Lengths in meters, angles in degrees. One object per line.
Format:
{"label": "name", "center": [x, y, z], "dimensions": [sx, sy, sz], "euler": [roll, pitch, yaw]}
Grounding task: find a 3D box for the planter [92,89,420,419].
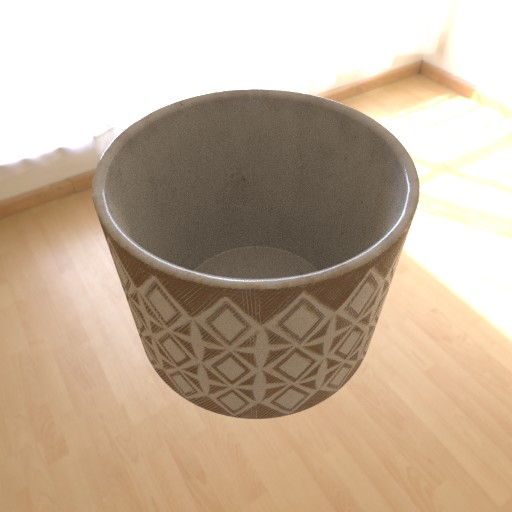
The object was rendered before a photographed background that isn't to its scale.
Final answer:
{"label": "planter", "center": [0.000, 0.000, 0.328], "dimensions": [0.193, 0.165, 0.193], "euler": [0, 47, 0]}
